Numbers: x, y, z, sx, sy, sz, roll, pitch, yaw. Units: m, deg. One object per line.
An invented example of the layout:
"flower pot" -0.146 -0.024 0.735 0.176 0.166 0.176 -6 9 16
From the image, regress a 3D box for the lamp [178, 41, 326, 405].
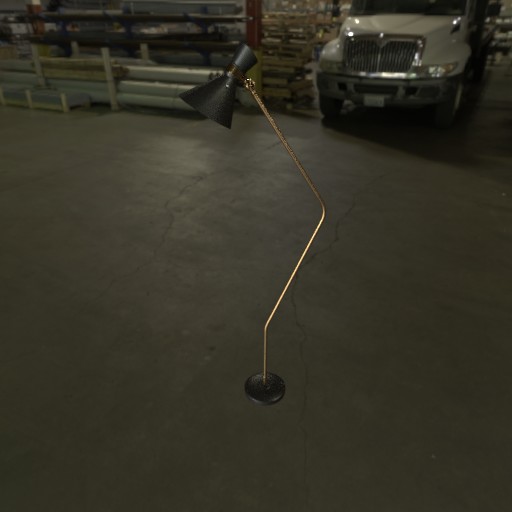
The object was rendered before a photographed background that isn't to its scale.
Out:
"lamp" 0.000 0.000 1.649 0.467 1.438 0.277 8 30 13
